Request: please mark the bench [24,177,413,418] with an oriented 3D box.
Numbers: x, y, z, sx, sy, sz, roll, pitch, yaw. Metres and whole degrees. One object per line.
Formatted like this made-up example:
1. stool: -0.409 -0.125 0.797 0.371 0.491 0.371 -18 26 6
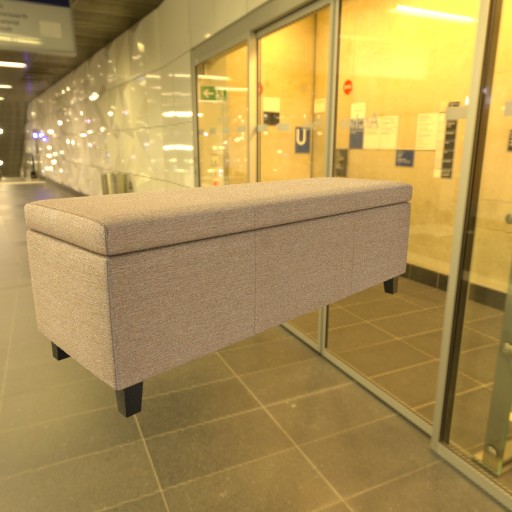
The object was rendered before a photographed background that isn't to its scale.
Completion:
1. bench: 0.000 0.000 1.445 1.269 0.438 0.446 -14 19 -43
